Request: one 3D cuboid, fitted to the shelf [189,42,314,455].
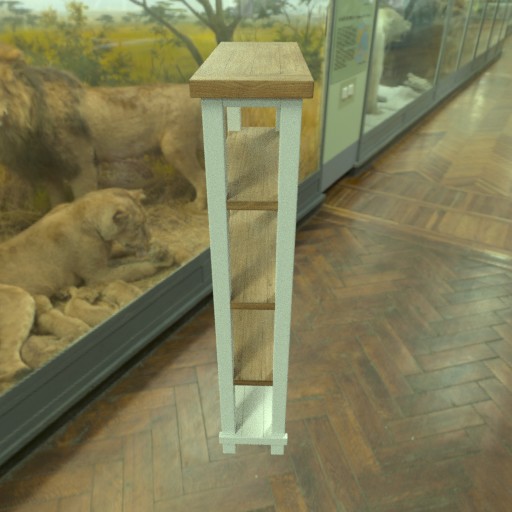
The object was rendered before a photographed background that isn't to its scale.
[{"bbox_3d":[0.000,0.000,2.269,0.381,1.878,1.022,1,32,1],"label":"shelf"}]
